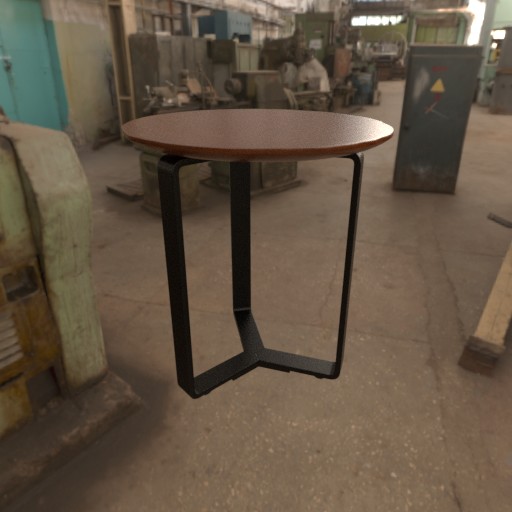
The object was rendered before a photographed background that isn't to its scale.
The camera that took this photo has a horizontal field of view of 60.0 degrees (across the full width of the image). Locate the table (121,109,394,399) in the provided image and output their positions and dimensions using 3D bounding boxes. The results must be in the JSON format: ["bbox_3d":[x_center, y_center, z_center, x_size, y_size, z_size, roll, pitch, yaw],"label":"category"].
[{"bbox_3d":[0.000,0.000,0.779,0.410,0.450,0.380,8,26,17],"label":"table"}]
